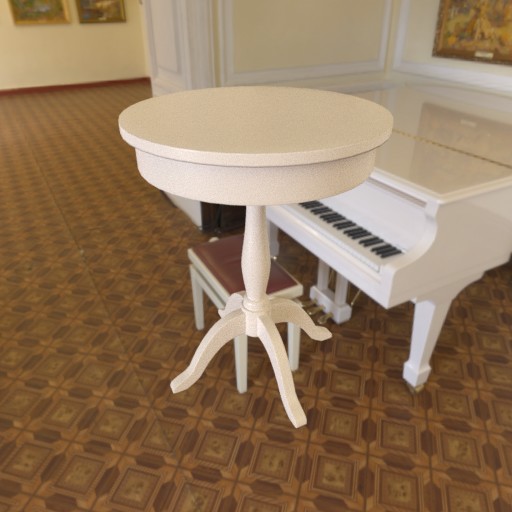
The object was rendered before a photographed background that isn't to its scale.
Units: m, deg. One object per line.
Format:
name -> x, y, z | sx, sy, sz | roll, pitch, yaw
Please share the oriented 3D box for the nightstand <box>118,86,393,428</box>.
nightstand -> 0.000, 0.000, 1.021 | 0.513, 0.653, 0.513 | -9, 32, -15
